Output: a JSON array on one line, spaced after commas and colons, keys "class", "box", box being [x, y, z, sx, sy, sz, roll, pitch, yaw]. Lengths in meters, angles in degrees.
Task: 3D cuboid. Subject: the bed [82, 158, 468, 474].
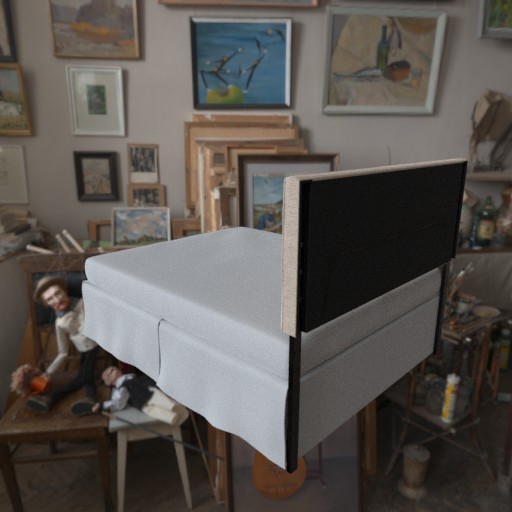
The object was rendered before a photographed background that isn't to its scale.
[{"class": "bed", "box": [0.000, 0.000, 2.918, 1.978, 1.270, 1.643, 15, 21, 42]}]
